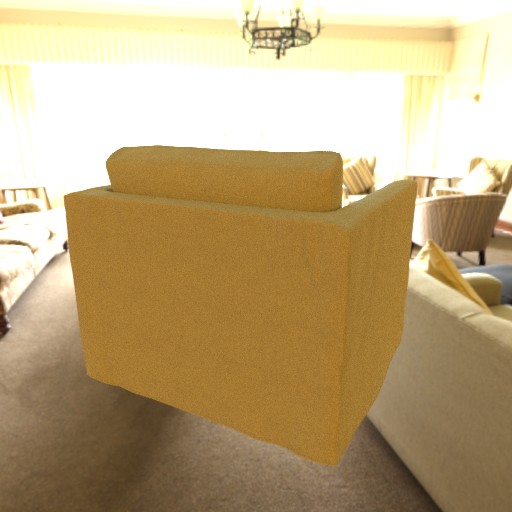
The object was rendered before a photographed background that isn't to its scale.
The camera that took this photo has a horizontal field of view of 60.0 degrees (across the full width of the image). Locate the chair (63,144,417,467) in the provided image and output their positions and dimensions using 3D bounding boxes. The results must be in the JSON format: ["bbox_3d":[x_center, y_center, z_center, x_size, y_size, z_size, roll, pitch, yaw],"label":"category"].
[{"bbox_3d":[0.000,0.000,1.747,1.057,0.863,0.949,9,19,28],"label":"chair"}]
